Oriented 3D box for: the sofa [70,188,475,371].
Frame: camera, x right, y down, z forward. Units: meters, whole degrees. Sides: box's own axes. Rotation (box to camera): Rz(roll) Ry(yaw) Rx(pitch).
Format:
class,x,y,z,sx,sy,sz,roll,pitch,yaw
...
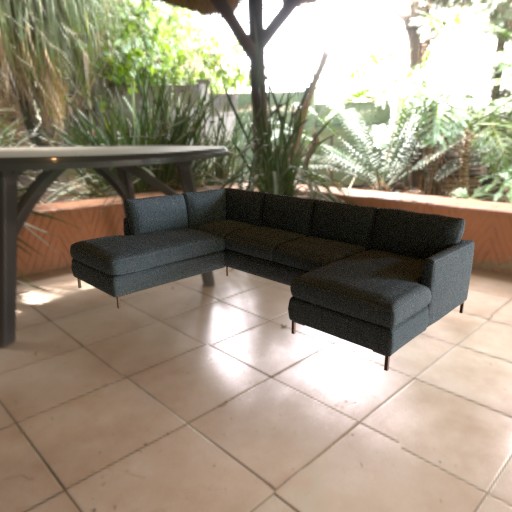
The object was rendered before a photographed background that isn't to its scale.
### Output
class,x,y,z,sx,sy,sz,roll,pitch,yaw
sofa,0.000,0.000,3.553,2.737,0.753,1.879,15,21,42
